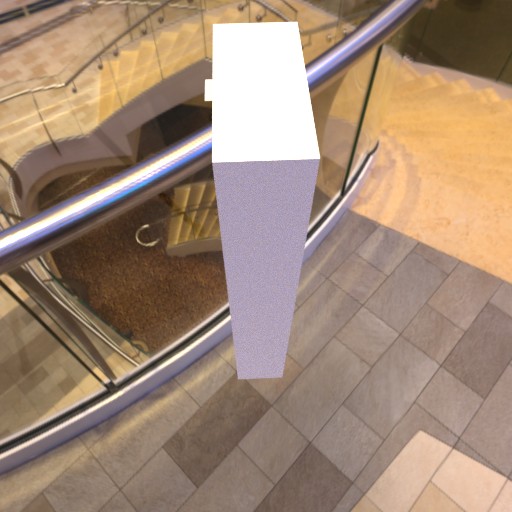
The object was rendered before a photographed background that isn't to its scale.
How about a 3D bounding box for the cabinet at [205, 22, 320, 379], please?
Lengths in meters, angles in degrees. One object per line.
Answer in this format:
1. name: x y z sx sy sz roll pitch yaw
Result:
1. cabinet: 0.000 0.000 1.793 0.255 1.630 0.520 -2 58 -1
